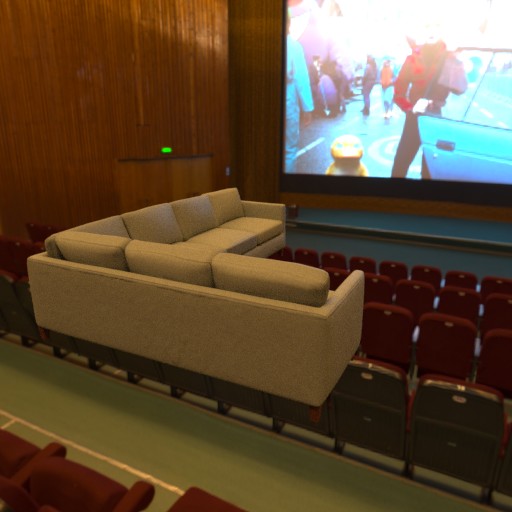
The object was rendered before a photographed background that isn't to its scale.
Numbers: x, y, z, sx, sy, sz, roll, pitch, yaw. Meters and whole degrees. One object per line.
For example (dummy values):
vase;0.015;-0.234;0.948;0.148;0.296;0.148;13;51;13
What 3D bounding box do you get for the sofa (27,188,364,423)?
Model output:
sofa;0.000;0.000;4.504;2.592;0.947;3.301;8;19;25
